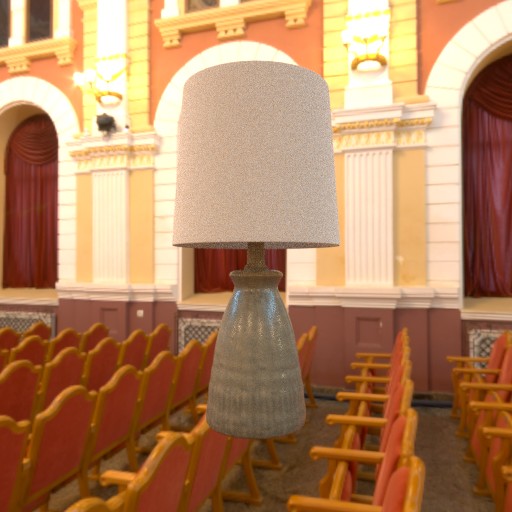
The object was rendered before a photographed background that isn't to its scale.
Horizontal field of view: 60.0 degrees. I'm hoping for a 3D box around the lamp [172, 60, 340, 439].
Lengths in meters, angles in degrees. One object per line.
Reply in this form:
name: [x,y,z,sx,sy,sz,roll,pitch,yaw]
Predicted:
lamp: [0.000,0.000,0.500,0.186,0.369,0.186,0,-1,0]
